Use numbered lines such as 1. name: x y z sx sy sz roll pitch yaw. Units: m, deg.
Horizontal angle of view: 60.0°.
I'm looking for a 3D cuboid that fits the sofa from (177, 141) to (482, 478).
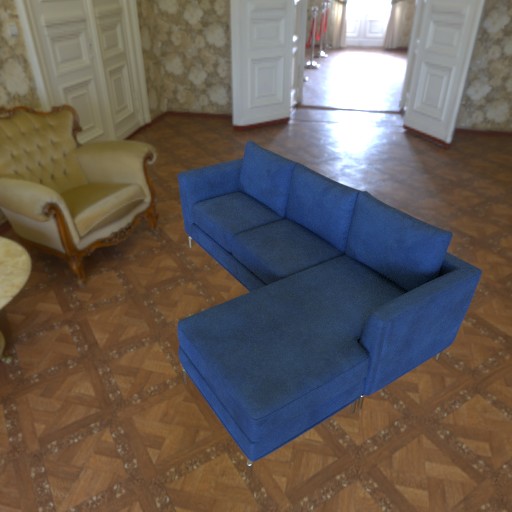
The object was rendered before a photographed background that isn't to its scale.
1. sofa: 0.000 0.000 3.228 1.622 0.987 2.438 -19 37 -28
